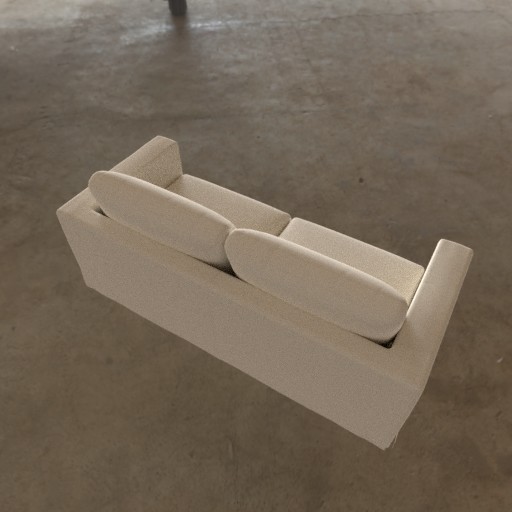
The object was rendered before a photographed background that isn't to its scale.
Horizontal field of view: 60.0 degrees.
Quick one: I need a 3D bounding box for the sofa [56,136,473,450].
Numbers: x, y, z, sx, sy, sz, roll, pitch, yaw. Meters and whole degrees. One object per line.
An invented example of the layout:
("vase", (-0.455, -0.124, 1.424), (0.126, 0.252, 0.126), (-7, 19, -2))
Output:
("sofa", (0.000, 0.000, 2.589), (2.163, 0.881, 0.954), (24, 52, 20))
